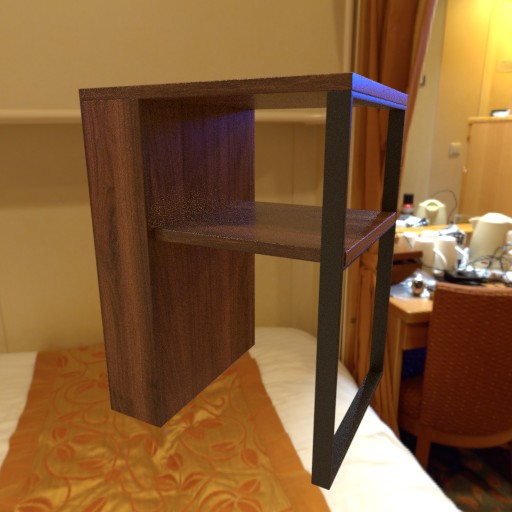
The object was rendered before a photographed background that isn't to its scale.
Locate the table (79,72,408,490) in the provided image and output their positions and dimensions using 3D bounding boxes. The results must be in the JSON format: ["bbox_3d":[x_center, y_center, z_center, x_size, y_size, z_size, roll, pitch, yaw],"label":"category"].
[{"bbox_3d":[0.000,0.000,1.496,0.786,1.041,0.660,8,18,26],"label":"table"}]
